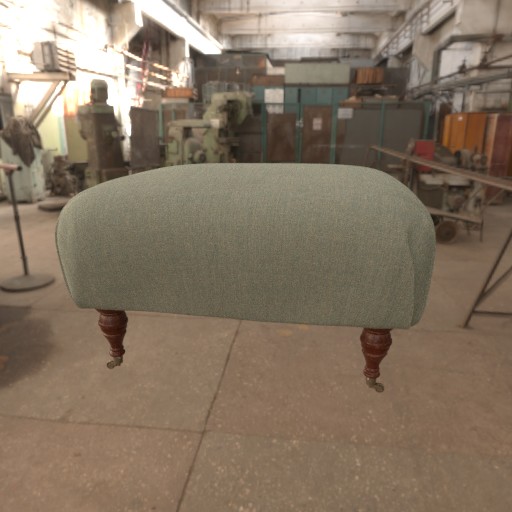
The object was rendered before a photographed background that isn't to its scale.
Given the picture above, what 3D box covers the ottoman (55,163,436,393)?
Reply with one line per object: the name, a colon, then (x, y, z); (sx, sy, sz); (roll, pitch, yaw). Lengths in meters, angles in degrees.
ottoman: (0.000, 0.000, 1.115); (0.747, 0.450, 0.622); (3, 17, 9)
